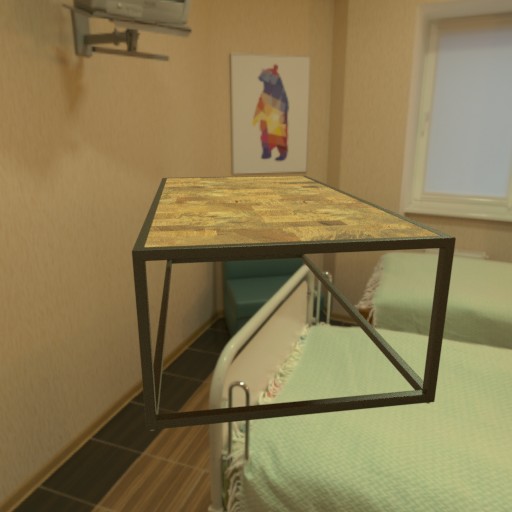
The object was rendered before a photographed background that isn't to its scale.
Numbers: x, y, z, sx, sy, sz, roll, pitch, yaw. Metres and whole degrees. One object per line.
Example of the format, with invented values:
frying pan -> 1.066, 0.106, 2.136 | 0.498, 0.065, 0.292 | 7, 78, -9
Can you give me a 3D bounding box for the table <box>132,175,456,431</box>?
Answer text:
table -> 0.000, 0.000, 1.489 | 0.649, 0.398, 1.199 | -2, 17, -8
